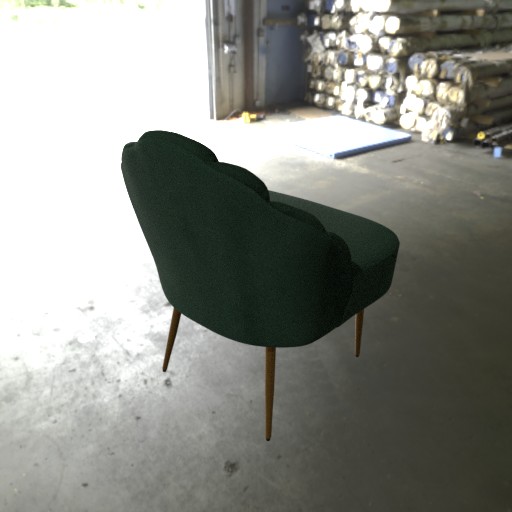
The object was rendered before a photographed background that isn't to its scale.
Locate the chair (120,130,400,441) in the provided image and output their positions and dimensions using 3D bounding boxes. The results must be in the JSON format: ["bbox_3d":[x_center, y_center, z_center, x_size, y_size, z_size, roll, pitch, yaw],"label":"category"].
[{"bbox_3d":[0.000,0.000,1.262,0.657,0.819,0.599,22,36,32],"label":"chair"}]
